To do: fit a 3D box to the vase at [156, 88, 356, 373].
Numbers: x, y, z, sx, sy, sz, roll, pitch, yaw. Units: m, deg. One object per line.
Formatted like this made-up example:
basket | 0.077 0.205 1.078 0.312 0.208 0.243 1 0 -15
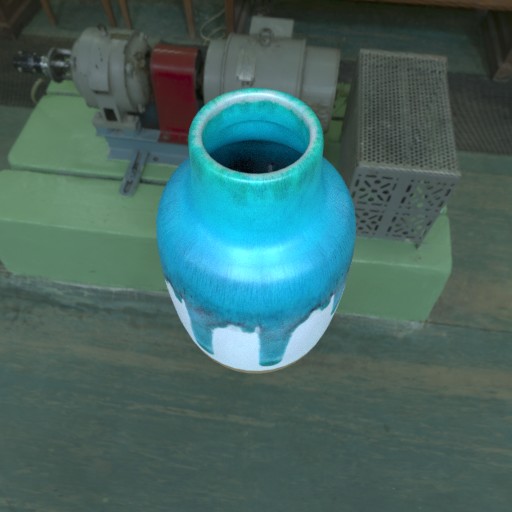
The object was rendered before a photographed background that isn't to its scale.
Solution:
vase | 0.000 0.000 0.255 0.106 0.192 0.106 0 59 0
